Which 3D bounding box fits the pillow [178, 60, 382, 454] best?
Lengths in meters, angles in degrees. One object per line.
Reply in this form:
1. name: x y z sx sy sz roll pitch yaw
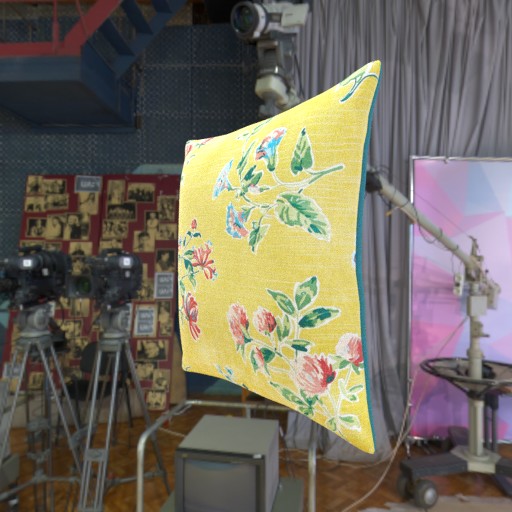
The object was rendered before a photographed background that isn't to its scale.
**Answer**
1. pillow: 0.000 0.000 0.778 0.166 0.508 0.525 0 1 -37
